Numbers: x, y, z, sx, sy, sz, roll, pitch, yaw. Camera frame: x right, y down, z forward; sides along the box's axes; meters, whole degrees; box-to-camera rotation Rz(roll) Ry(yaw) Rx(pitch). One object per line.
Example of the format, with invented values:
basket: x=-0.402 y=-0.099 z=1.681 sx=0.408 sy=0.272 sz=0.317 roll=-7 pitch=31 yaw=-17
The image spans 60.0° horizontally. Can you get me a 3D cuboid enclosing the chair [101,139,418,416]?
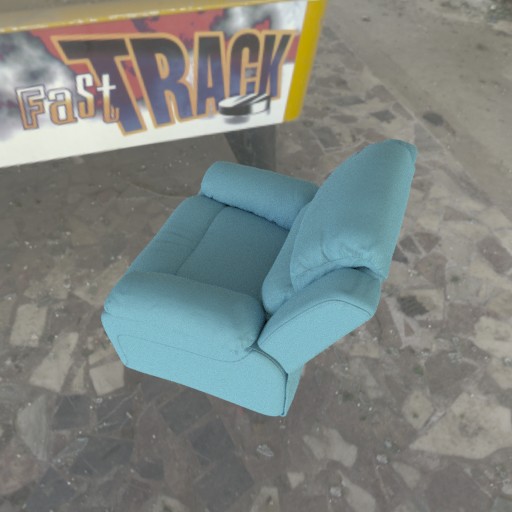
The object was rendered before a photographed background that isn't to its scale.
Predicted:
chair: x=0.000 y=0.000 z=1.271 sx=0.709 sy=0.702 sz=0.680 roll=16 pitch=49 yaw=15
